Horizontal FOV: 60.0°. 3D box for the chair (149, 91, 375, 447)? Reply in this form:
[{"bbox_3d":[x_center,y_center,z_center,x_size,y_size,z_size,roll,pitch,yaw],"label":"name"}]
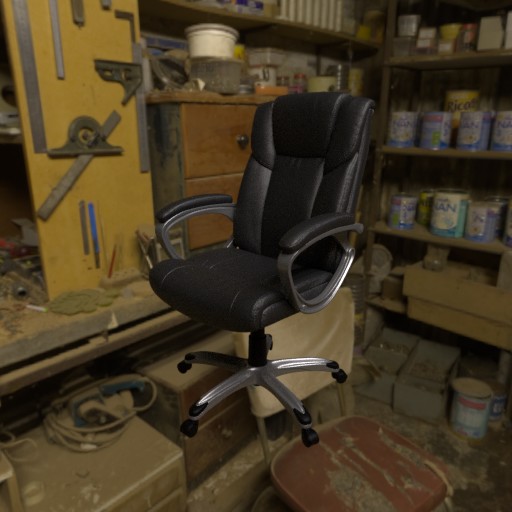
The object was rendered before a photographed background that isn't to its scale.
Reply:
[{"bbox_3d":[0.000,0.000,1.586,0.721,1.130,0.719,16,23,42],"label":"chair"}]
